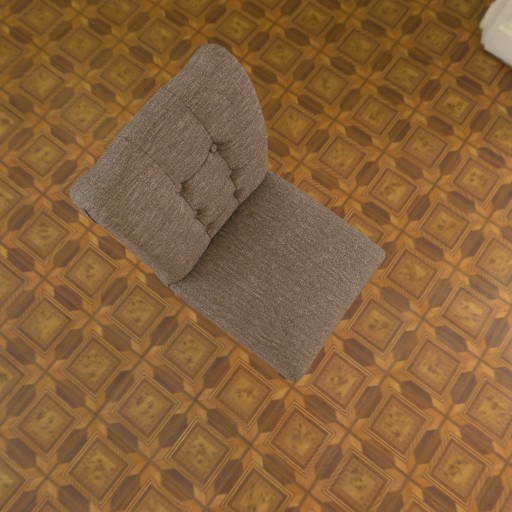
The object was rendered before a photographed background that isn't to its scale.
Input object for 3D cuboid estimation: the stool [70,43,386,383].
[{"bbox_3d":[0.000,0.000,1.294,0.611,0.970,0.457,36,78,9],"label":"stool"}]
